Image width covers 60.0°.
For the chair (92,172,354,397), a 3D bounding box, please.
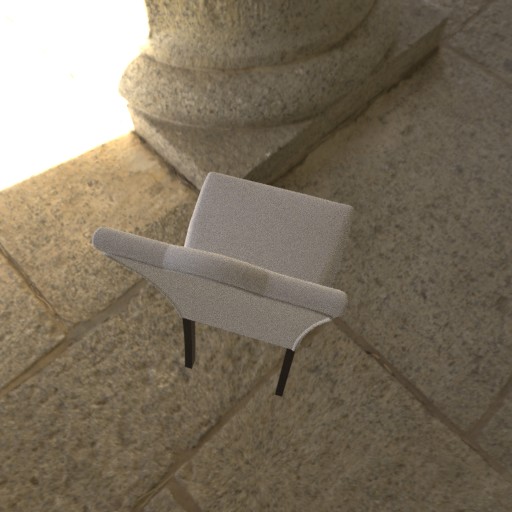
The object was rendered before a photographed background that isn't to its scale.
[{"bbox_3d":[0.000,0.000,1.322,0.518,0.946,0.589,15,65,7],"label":"chair"}]
